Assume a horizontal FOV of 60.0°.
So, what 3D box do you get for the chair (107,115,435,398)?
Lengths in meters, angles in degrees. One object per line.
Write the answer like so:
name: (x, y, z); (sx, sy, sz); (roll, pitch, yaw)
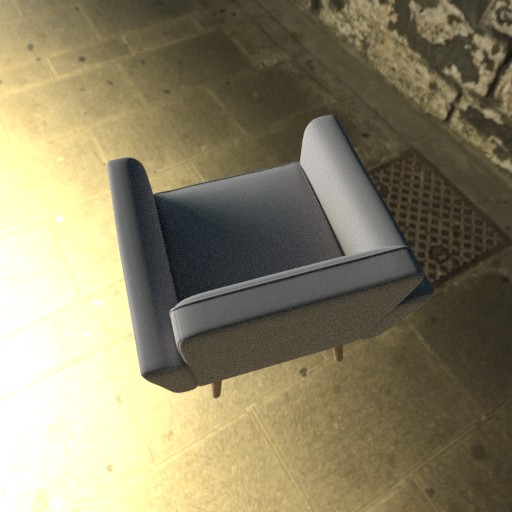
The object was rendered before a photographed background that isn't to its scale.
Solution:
chair: (0.000, 0.000, 1.428); (0.780, 0.780, 0.750); (-14, 59, -9)
